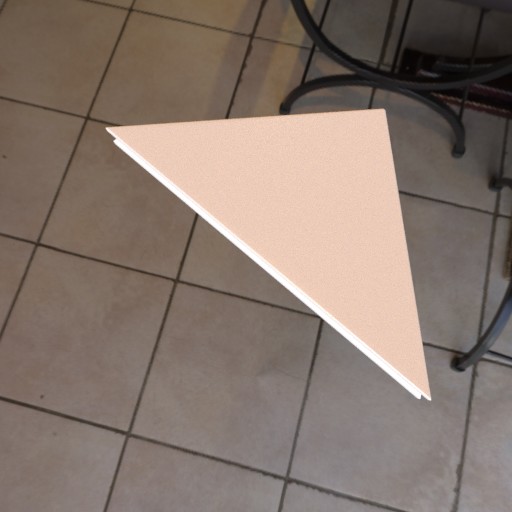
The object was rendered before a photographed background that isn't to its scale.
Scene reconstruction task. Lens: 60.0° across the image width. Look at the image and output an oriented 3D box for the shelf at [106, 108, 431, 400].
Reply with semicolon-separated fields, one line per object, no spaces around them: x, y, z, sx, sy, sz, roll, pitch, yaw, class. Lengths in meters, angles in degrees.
0.000;0.000;0.445;0.296;0.035;0.296;-4;75;-1;shelf
